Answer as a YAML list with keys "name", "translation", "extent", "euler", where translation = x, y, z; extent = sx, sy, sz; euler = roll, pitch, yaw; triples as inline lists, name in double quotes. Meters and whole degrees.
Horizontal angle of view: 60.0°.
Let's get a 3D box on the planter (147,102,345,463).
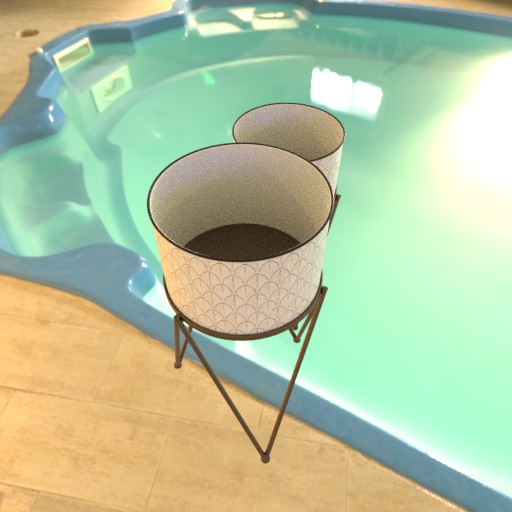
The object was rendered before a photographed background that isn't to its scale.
- name: "planter"
  translation: [0.000, 0.000, 1.176]
  extent: [0.413, 0.712, 0.769]
  euler: [12, 48, 11]
